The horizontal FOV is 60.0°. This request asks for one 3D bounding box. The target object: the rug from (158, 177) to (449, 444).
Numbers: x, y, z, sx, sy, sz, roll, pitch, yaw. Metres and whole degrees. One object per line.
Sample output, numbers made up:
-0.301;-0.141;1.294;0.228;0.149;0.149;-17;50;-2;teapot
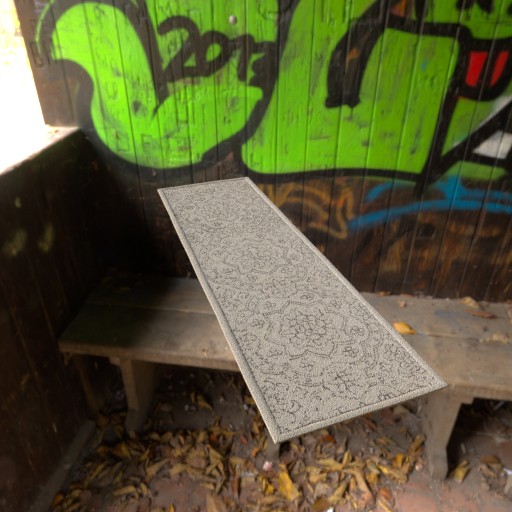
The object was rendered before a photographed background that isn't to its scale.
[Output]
0.000;0.000;2.662;0.769;0.012;2.448;-11;33;-17;rug
